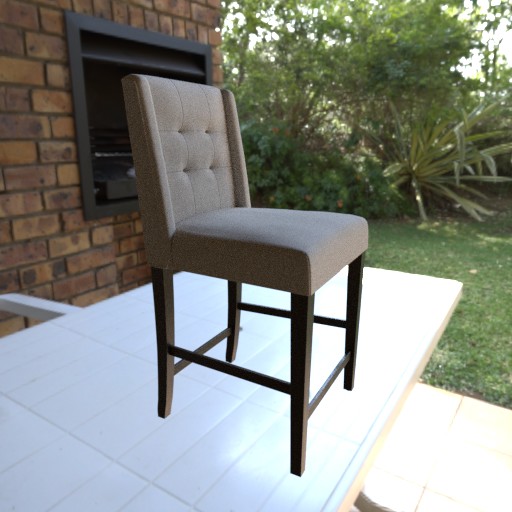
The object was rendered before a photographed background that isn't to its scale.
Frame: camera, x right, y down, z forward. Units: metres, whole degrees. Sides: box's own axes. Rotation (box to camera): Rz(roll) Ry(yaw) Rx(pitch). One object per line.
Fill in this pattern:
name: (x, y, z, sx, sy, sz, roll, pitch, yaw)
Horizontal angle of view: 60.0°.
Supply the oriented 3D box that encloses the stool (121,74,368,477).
stool: (0.000, 0.000, 1.238, 0.509, 0.939, 0.474, 8, 17, 27)
